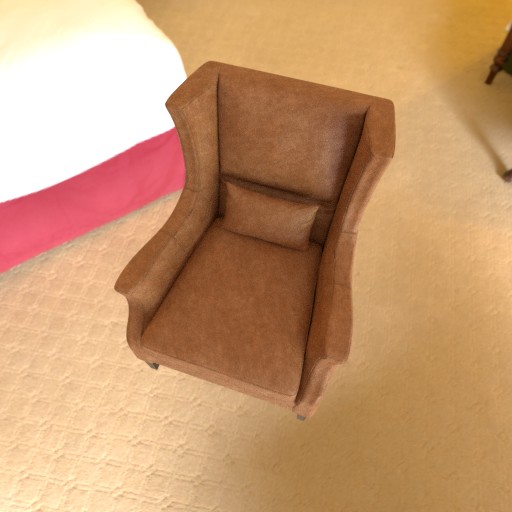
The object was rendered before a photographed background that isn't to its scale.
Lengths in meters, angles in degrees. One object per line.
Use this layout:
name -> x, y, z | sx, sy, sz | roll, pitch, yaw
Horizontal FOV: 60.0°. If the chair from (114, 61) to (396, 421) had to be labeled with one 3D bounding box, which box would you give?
chair -> 0.000, 0.000, 1.730 | 0.853, 1.016, 0.926 | 16, 61, 9
